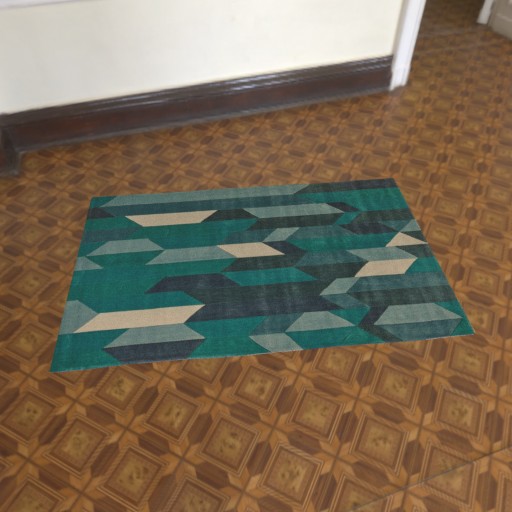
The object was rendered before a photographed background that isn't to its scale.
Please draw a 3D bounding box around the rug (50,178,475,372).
[{"bbox_3d":[0.000,0.000,3.020,2.420,0.005,1.528,-4,46,-4],"label":"rug"}]
